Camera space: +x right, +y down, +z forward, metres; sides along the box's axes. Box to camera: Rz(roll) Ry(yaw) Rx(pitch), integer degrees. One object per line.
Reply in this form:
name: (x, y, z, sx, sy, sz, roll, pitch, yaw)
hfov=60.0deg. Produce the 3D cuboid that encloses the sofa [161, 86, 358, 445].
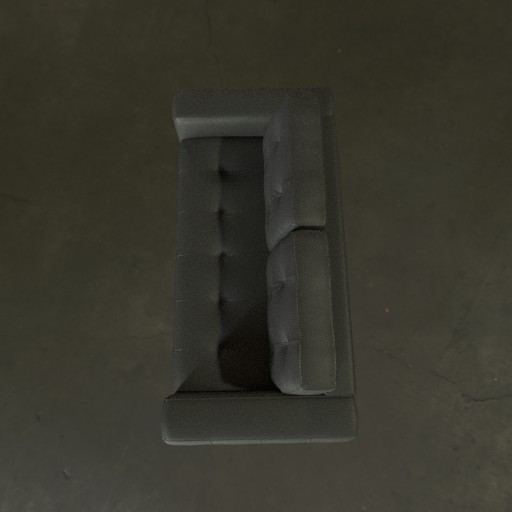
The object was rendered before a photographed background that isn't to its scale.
sofa: (0.000, 0.000, 2.229, 0.833, 0.893, 1.726, -1, 75, 0)
